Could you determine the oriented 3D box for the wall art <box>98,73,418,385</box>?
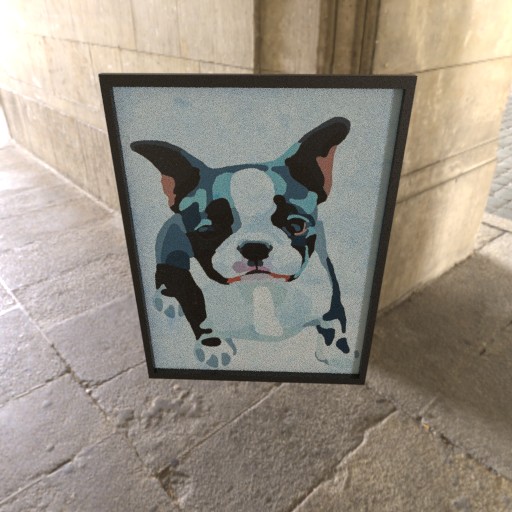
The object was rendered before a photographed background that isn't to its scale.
[{"bbox_3d":[0.000,0.000,1.342,0.774,1.027,0.030,1,30,2],"label":"wall art"}]
